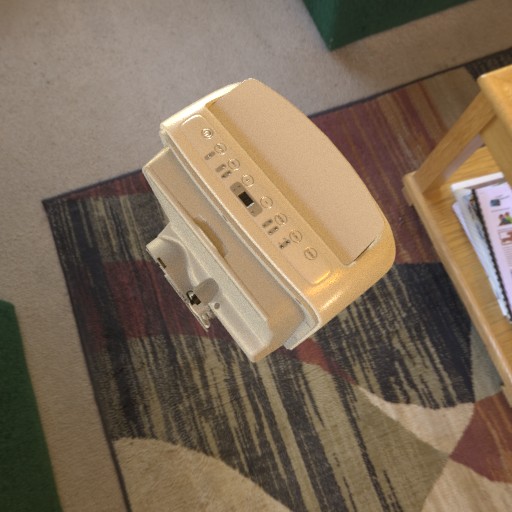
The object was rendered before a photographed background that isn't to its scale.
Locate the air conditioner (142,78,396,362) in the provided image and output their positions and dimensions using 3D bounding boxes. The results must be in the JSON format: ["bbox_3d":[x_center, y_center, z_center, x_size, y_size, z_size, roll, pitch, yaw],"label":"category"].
[{"bbox_3d":[0.000,0.000,1.060,0.414,0.786,0.449,-37,78,-9],"label":"air conditioner"}]
